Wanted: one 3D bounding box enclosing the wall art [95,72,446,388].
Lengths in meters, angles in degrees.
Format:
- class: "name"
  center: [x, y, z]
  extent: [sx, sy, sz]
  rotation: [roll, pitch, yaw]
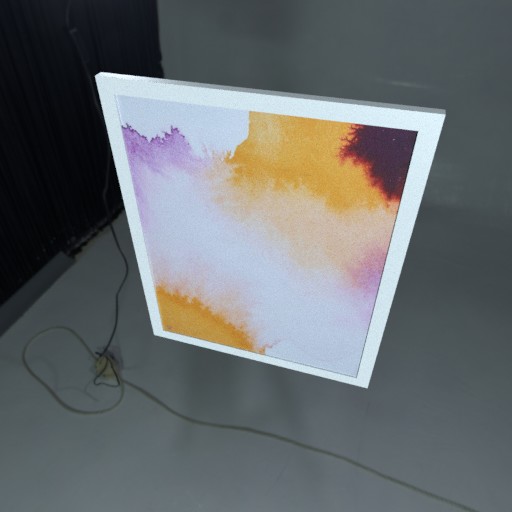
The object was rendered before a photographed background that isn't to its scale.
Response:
- class: "wall art"
  center: [0.000, 0.000, 0.617]
  extent: [0.382, 0.456, 0.013]
  rotation: [11, 41, 13]
